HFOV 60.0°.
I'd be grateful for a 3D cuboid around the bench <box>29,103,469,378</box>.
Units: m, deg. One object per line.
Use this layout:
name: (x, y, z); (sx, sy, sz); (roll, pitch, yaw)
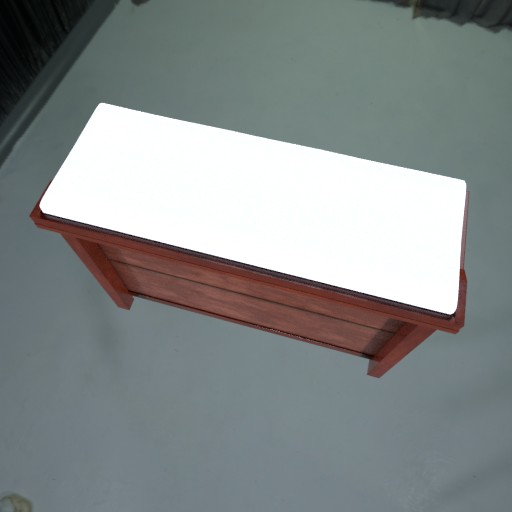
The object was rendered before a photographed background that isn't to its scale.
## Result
bench: (0.000, 0.000, 1.301); (0.987, 0.646, 0.369); (14, 64, 7)
